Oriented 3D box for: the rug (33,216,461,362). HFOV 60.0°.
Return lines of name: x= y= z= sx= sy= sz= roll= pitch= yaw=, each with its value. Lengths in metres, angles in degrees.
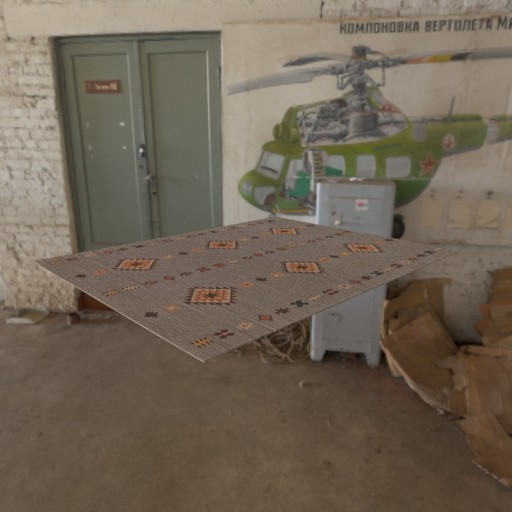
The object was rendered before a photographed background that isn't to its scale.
rug: x=0.000 y=0.000 z=4.014 sx=3.035 sy=0.008 sz=2.425 roll=-15 pitch=21 yaw=-42
